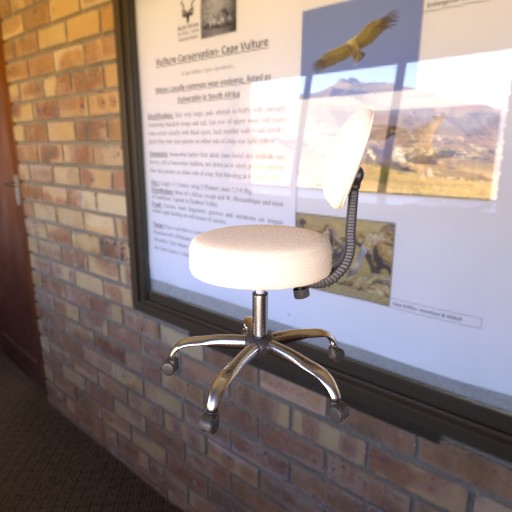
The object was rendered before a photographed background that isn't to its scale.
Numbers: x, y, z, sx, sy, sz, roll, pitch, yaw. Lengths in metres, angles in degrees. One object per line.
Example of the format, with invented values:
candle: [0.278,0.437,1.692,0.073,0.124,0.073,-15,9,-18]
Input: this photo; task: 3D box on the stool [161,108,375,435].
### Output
stool: [0.000,0.000,1.305,0.616,0.810,0.609,2,14,9]
